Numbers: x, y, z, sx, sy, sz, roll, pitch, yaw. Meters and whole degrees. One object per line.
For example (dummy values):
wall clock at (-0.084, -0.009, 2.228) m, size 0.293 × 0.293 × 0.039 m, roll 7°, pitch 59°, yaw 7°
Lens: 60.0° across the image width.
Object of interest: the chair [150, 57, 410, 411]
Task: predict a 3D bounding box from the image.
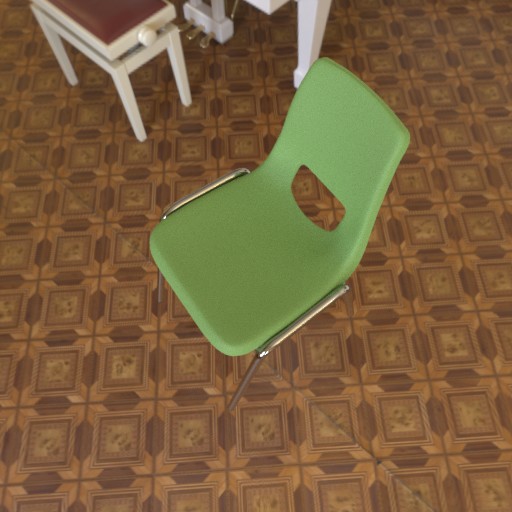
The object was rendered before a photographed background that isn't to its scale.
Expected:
chair at (0.000, 0.000, 0.946) m, size 0.436 × 0.704 × 0.381 m, roll -33°, pitch 69°, yaw -14°
